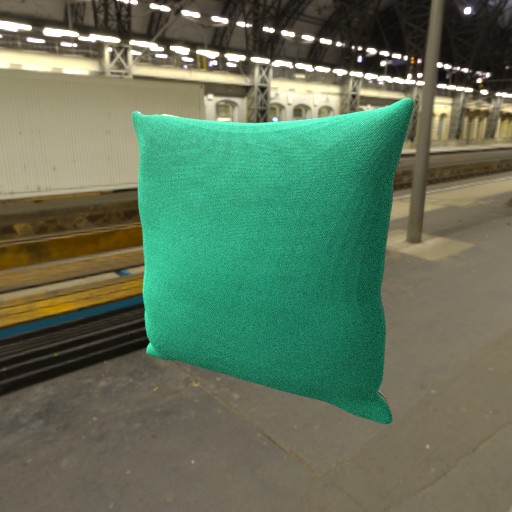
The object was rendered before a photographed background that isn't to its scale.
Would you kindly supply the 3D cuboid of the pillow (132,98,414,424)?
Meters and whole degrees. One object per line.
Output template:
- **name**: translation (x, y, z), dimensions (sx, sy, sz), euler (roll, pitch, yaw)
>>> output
- **pillow**: translation (0.000, 0.000, 0.673), dimensions (0.440, 0.441, 0.182), euler (8, 18, 25)
